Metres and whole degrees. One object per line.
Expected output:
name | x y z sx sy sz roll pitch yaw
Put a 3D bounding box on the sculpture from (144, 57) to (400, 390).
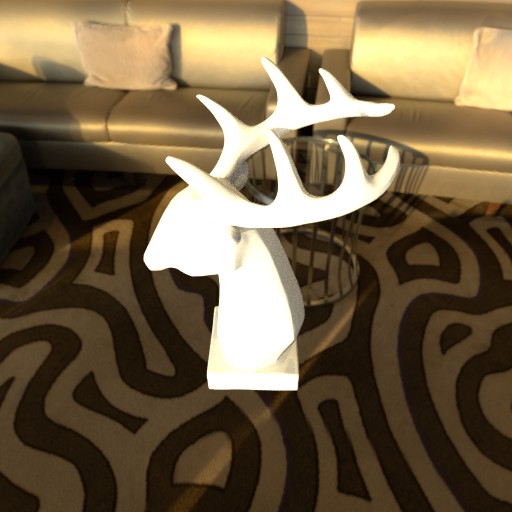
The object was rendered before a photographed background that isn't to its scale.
sculpture | 0.000 0.000 0.441 0.224 0.329 0.174 1 42 1
